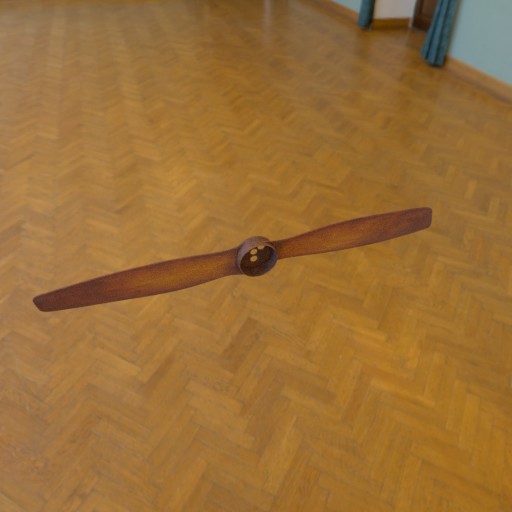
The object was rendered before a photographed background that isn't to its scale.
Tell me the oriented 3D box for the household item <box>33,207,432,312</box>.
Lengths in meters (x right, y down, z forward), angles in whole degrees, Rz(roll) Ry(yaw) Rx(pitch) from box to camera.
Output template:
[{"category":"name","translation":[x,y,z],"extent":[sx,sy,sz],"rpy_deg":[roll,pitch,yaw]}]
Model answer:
[{"category":"household item","translation":[0.000,0.000,1.267],"extent":[1.181,0.121,0.051],"rpy_deg":[-12,42,-14]}]
